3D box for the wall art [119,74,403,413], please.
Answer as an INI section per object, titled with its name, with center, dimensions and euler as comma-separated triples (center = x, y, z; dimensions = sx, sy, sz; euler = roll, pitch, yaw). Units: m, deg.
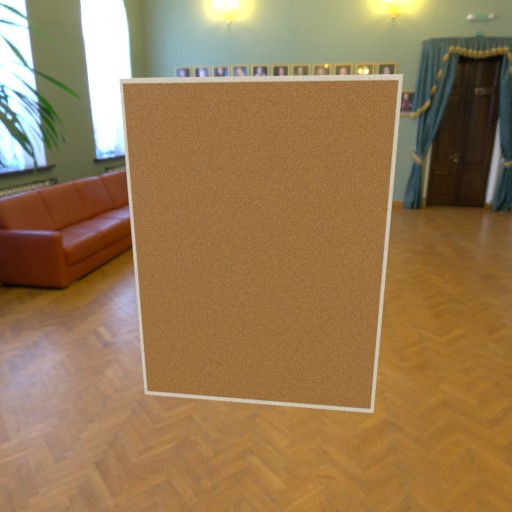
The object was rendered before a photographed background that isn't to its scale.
[wall art]
center = 0.000, 0.000, 1.395
dimensions = 0.795, 1.050, 0.039
euler = 2, 17, 7
